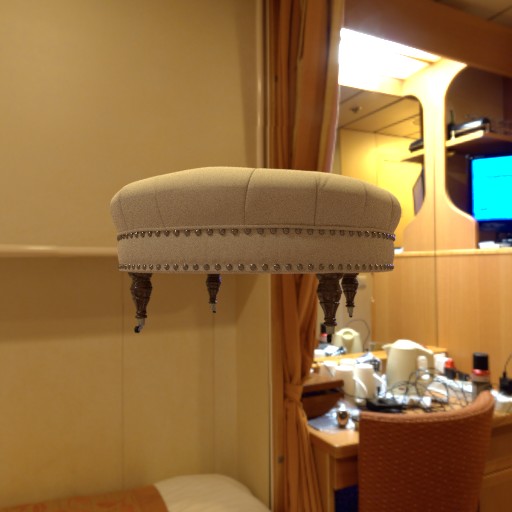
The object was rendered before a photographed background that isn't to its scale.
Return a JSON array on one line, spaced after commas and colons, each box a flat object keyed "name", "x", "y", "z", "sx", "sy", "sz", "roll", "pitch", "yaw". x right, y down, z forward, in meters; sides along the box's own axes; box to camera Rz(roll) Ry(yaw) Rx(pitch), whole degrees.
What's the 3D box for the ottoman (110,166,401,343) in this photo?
[{"name": "ottoman", "x": 0.000, "y": 0.000, "z": 1.426, "sx": 0.901, "sy": 0.439, "sz": 0.901, "roll": 0, "pitch": -1, "yaw": 0}]
